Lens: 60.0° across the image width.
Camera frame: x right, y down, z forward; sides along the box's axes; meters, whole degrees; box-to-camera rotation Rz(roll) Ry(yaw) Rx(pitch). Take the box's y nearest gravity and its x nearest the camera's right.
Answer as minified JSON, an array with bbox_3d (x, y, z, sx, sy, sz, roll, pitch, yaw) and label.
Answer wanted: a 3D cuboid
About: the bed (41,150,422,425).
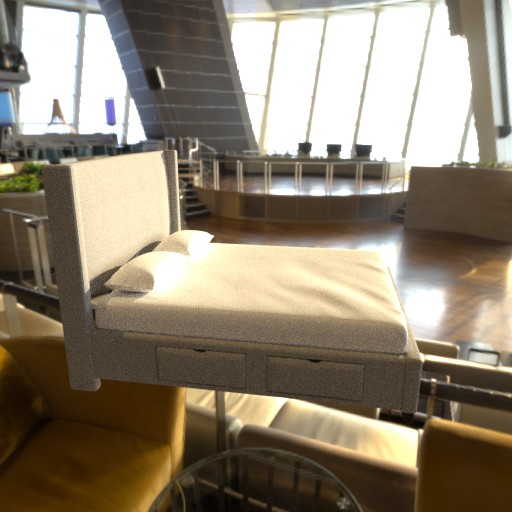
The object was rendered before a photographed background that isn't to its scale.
[{"bbox_3d":[0.000,0.000,3.413,2.222,1.491,1.774,3,17,10],"label":"bed"}]
